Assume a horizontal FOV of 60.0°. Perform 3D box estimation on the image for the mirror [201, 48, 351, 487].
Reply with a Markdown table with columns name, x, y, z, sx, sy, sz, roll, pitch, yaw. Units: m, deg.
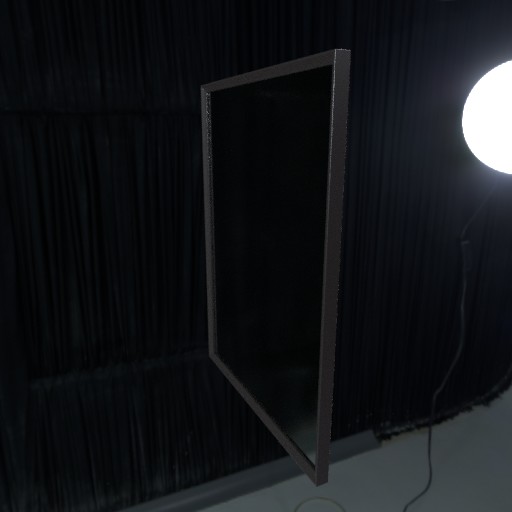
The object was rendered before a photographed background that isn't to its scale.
| name | x | y | z | sx | sy | sz | roll | pitch | yaw |
| --- | --- | --- | --- | --- | --- | --- | --- | --- | --- |
| mirror | 0.000 | 0.000 | 1.319 | 0.041 | 1.016 | 0.762 | -8 | 17 | -25 |
